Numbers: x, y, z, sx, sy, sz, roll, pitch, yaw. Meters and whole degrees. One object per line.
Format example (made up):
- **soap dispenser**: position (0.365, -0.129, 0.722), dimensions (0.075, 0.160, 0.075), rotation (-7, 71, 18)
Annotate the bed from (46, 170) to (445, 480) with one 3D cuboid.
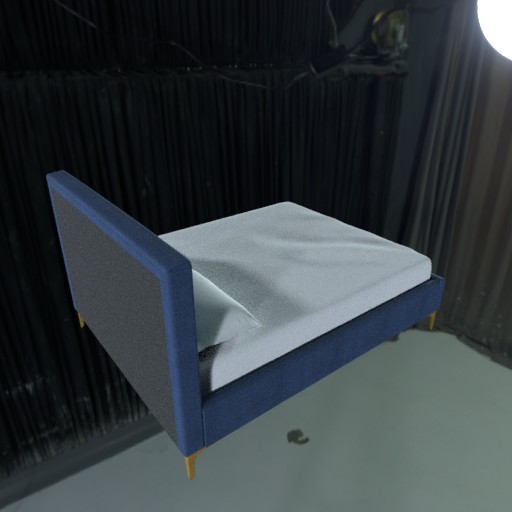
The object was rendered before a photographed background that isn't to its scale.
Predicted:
- **bed**: position (0.000, 0.000, 3.151), dimensions (2.172, 1.231, 1.723), rotation (-19, 32, -33)
